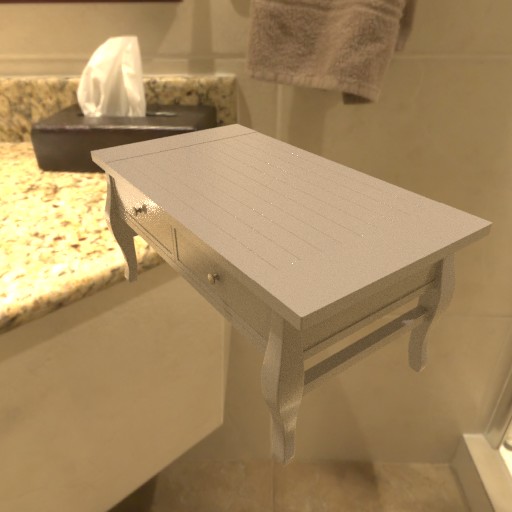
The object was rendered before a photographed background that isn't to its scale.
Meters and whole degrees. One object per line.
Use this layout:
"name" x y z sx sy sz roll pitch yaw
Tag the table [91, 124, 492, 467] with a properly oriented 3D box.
"table" 0.000 0.000 1.374 0.600 0.495 1.062 -21 37 -30
